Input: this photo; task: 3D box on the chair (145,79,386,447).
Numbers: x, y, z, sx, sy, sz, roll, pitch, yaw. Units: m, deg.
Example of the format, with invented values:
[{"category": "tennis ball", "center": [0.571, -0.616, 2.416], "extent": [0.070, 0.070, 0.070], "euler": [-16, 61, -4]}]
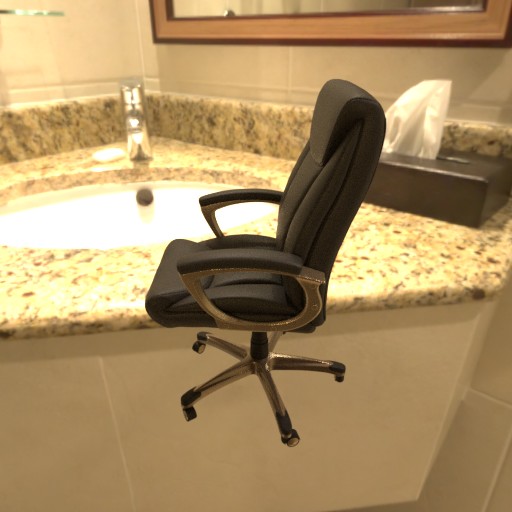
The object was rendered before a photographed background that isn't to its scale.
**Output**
[{"category": "chair", "center": [0.000, 0.000, 1.620], "extent": [0.748, 1.188, 0.694], "euler": [0, 27, 0]}]
